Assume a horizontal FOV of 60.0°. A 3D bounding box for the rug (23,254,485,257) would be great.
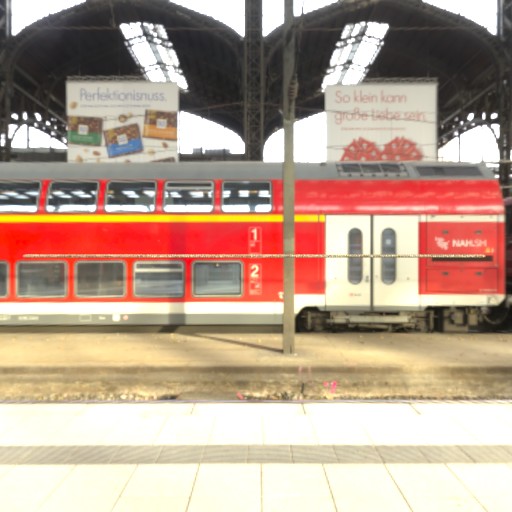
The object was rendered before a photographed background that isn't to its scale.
[{"bbox_3d":[0.000,0.000,2.705,2.413,0.016,0.810,0,0,-2],"label":"rug"}]
